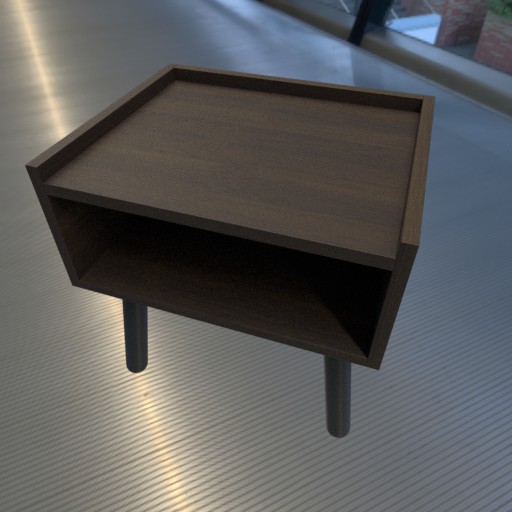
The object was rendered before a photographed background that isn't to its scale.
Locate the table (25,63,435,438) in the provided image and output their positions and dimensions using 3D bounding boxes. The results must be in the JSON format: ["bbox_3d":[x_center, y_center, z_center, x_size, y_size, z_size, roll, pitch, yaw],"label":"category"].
[{"bbox_3d":[0.000,0.000,0.755,0.450,0.470,0.370,13,43,14],"label":"table"}]
